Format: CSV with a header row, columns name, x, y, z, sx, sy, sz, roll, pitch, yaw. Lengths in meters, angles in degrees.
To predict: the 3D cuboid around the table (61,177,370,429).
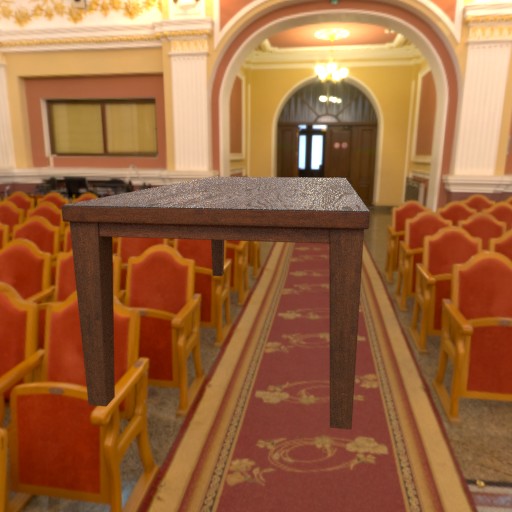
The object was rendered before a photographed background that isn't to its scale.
name,x,y,z,sx,sy,sz,roll,pitch,yaw
table,0.000,0.000,2.453,1.016,0.762,1.981,2,13,9
